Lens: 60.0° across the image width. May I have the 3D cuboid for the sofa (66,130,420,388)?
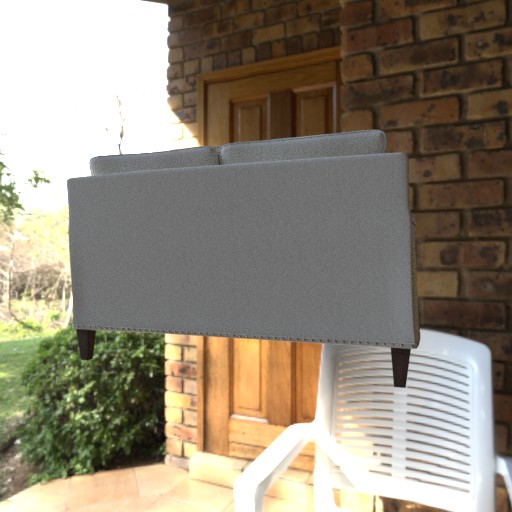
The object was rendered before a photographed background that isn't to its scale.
[{"bbox_3d":[0.000,0.000,2.301,1.597,1.003,1.084,0,-1,19],"label":"sofa"}]
